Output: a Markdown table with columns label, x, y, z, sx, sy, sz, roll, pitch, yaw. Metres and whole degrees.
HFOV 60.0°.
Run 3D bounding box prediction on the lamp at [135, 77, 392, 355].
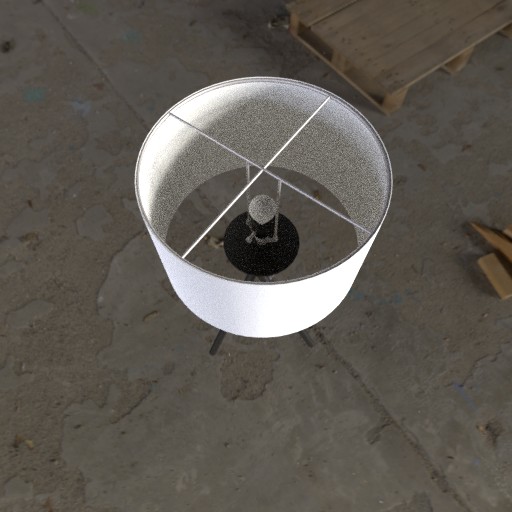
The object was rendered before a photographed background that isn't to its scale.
| label | x | y | z | sx | sy | sz | roll | pitch | yaw |
| --- | --- | --- | --- | --- | --- | --- | --- | --- | --- |
| lamp | 0.000 | 0.000 | 0.927 | 0.353 | 0.674 | 0.422 | -15 | 64 | -8 |
